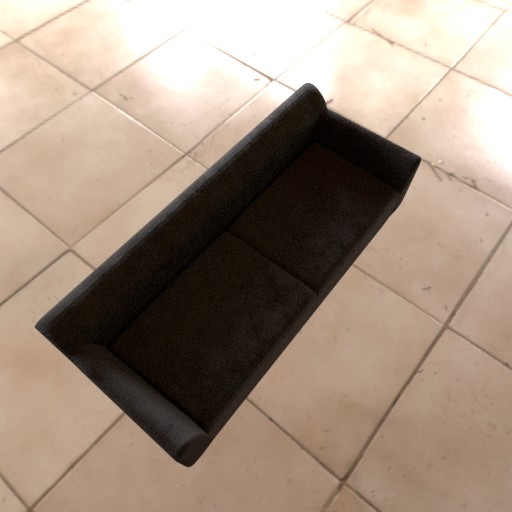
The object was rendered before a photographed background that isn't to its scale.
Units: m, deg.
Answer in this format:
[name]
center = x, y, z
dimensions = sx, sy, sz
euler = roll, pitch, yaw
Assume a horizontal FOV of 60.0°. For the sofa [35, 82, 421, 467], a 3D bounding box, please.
[sofa]
center = 0.000, 0.000, 2.624
dimensions = 0.900, 0.740, 2.190
euler = 35, 65, 18
